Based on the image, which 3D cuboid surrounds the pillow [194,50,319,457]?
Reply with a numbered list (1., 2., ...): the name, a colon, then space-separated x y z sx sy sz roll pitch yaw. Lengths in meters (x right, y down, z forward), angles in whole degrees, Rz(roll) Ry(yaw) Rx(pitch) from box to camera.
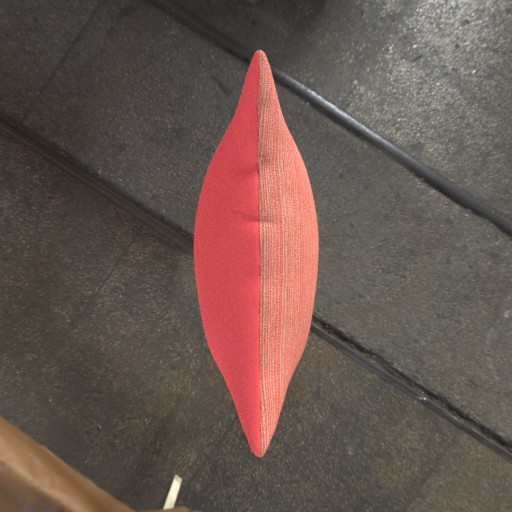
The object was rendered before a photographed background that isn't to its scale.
1. pillow: 0.000 0.000 0.823 0.229 0.501 0.559 0 90 -1
